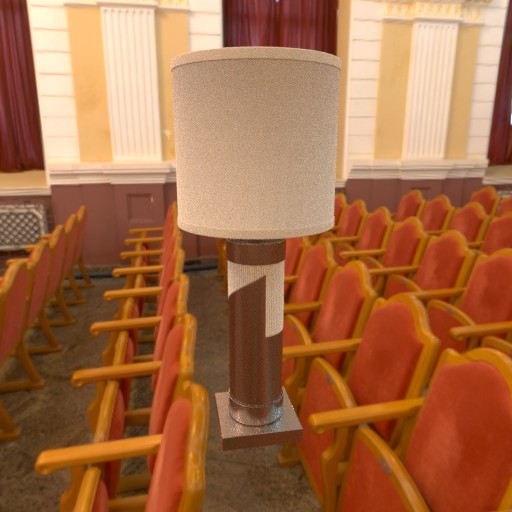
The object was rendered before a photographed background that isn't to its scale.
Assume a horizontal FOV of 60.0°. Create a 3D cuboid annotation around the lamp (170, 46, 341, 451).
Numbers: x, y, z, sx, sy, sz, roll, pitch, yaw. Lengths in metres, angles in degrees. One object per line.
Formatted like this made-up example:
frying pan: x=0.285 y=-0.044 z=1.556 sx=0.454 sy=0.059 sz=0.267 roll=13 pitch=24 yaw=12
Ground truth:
lamp: x=0.000 y=0.000 z=0.593 sx=0.202 sy=0.509 sz=0.202 roll=-3 pitch=15 yaw=-10
